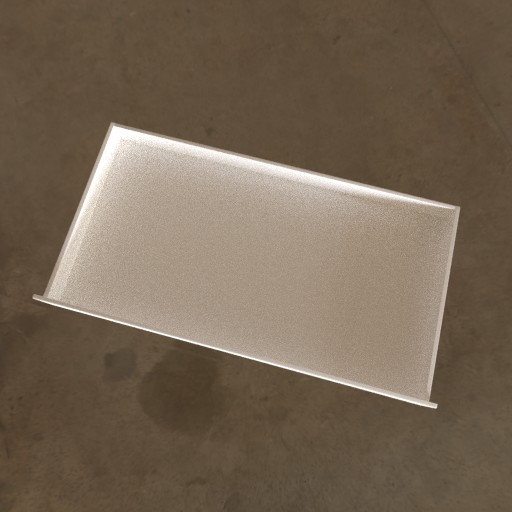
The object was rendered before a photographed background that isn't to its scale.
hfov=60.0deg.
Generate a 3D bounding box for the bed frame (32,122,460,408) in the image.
[{"bbox_3d":[0.000,0.000,1.519,1.300,0.141,0.670,14,76,4],"label":"bed frame"}]
